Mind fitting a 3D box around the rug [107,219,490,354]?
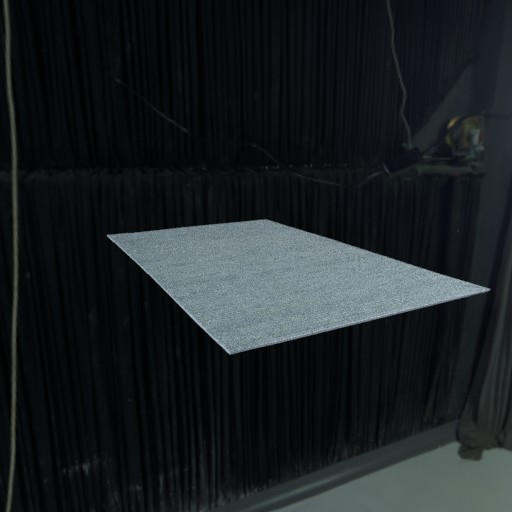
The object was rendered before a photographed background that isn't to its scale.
[{"bbox_3d":[0.000,0.000,2.319,1.174,0.022,1.853,-8,17,-27],"label":"rug"}]
